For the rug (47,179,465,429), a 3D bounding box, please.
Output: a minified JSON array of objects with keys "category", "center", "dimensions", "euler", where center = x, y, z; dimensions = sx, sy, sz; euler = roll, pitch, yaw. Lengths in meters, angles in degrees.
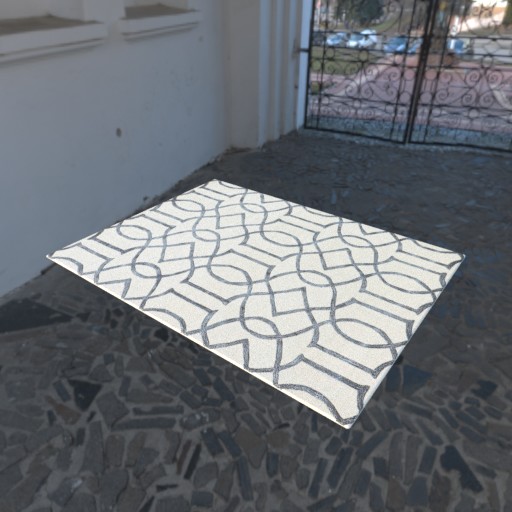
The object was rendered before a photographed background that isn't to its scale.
[{"category":"rug","center":[0.000,0.000,3.853],"dimensions":[2.910,0.021,2.211],"euler":[22,38,31]}]
